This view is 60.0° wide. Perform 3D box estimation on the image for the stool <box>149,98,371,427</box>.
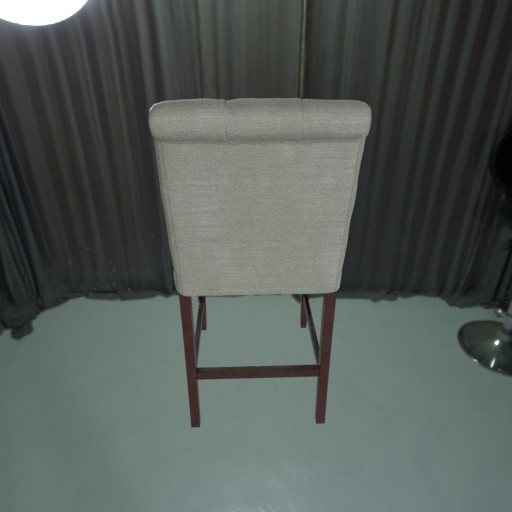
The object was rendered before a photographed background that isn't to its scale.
[{"bbox_3d":[0.000,0.000,1.434,0.486,1.084,0.660,-1,31,-2],"label":"stool"}]
